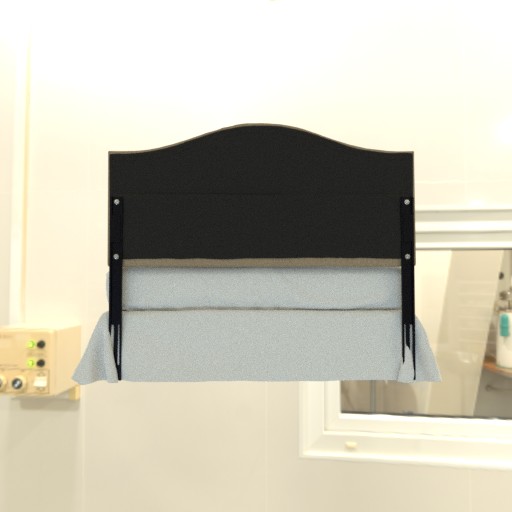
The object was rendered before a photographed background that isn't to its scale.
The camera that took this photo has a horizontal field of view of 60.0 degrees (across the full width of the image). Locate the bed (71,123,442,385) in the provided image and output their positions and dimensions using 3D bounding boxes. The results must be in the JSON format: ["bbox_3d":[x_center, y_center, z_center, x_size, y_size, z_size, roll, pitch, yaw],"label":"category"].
[{"bbox_3d":[0.000,0.000,3.838,2.311,1.651,2.222,0,-2,0],"label":"bed"}]
